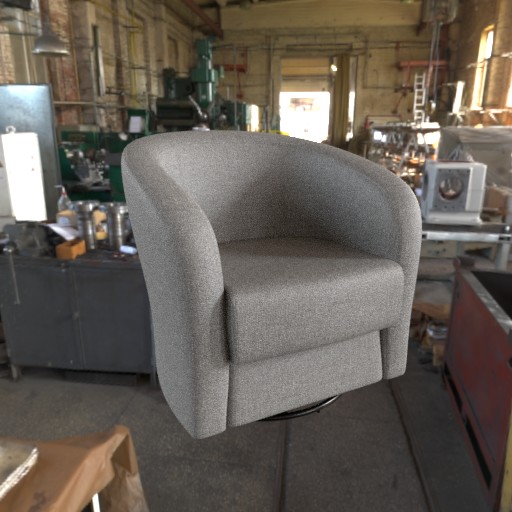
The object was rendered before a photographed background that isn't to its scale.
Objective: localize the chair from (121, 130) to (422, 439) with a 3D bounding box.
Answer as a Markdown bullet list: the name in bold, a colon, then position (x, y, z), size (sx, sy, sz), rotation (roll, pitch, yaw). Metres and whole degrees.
- **chair**: position (0.000, 0.000, 1.425), size (0.791, 0.771, 0.815), rotation (-8, 18, -25)
